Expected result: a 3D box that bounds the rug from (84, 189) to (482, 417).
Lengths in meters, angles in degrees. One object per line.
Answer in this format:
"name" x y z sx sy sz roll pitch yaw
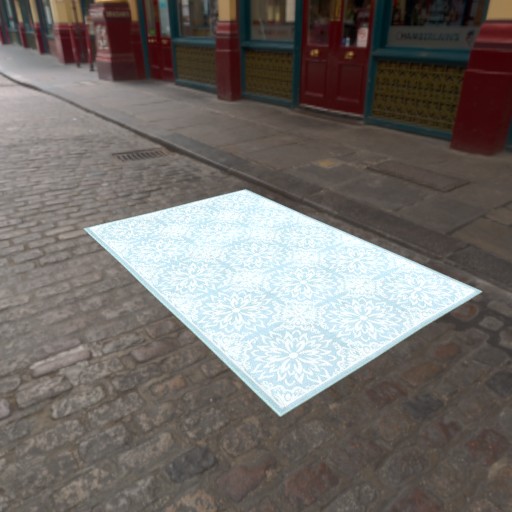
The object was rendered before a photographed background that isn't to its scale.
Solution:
"rug" 0.000 0.000 2.358 1.219 0.012 1.840 -19 33 -33
